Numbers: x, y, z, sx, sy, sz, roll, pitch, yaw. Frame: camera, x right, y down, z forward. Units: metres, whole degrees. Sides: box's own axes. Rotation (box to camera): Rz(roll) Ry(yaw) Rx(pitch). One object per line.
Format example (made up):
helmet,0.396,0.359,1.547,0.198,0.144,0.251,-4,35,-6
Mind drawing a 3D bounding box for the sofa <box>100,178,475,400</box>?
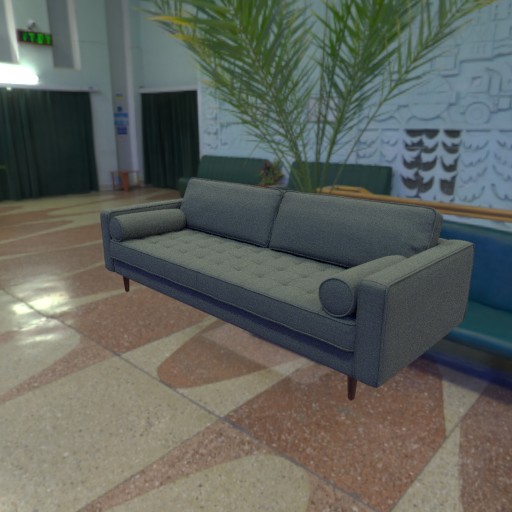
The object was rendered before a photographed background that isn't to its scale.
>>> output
sofa,0.000,0.000,2.682,2.198,0.762,0.914,15,22,42
